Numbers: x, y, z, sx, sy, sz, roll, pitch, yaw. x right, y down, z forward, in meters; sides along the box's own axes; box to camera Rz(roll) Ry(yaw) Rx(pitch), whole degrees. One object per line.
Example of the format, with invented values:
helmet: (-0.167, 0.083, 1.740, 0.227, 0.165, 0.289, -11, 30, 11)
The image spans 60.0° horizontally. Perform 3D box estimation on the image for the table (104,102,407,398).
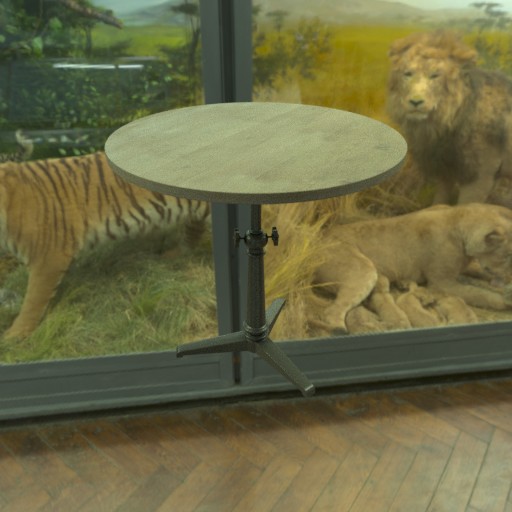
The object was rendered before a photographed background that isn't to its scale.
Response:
table: (0.000, 0.000, 1.421, 0.800, 0.780, 0.800, 0, 31, 0)
